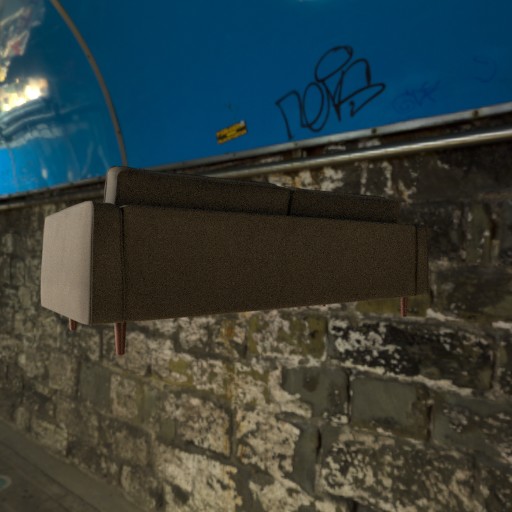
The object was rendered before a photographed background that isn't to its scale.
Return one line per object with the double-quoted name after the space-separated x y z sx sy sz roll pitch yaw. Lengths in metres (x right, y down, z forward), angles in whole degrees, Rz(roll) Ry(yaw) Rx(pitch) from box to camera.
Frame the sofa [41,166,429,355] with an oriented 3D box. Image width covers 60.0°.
0.000 0.000 2.710 2.295 0.813 0.923 0 0 -36 "sofa"
